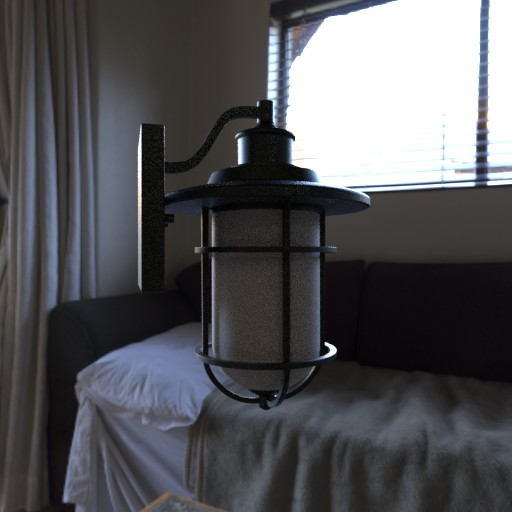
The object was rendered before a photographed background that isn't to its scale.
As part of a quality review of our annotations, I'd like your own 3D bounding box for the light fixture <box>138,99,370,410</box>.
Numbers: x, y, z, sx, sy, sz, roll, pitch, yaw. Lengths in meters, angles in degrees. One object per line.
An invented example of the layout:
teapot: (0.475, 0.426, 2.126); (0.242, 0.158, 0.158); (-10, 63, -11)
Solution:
light fixture: (0.000, 0.000, 0.494); (0.252, 0.345, 0.222); (0, 0, -16)
